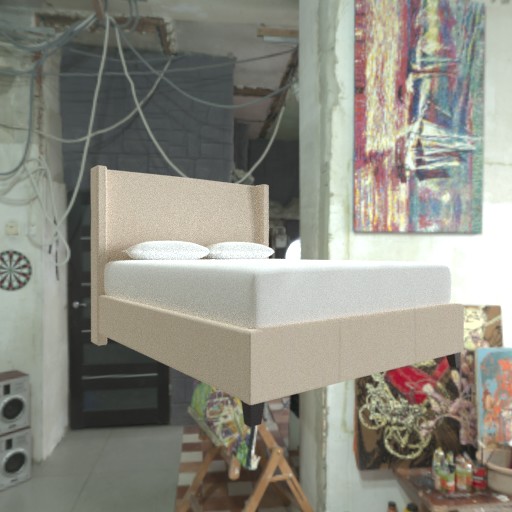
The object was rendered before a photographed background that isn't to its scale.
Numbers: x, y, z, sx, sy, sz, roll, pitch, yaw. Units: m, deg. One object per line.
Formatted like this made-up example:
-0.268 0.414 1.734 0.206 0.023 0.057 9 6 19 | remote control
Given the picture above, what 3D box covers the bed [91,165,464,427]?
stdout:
0.000 0.000 3.351 1.778 1.471 2.293 0 1 -37 | bed
